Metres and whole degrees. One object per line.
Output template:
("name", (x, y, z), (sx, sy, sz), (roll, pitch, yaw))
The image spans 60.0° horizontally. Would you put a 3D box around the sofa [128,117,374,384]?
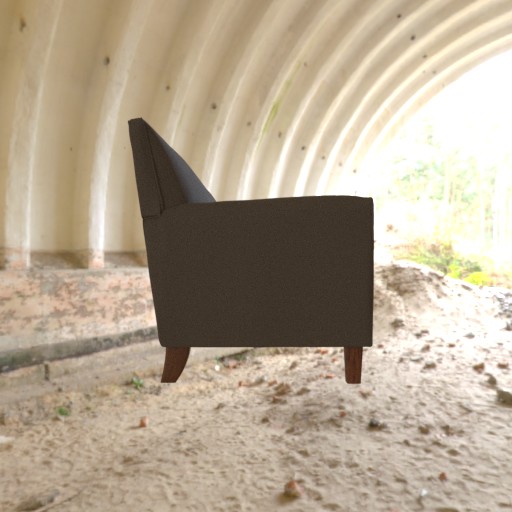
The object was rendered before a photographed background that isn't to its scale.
("sofa", (0.000, 0.000, 2.439), (0.843, 0.907, 2.002), (0, -1, 0))
